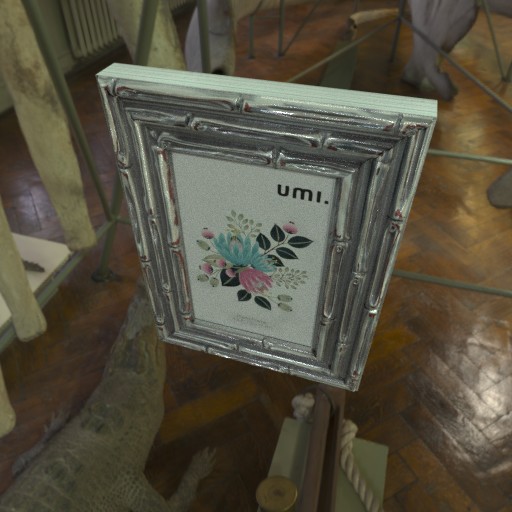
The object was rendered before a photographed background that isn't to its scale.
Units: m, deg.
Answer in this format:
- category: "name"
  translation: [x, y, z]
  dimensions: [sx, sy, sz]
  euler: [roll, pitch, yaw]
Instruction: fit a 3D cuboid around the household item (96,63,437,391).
- category: "household item"
  translation: [0.000, 0.000, 0.283]
  dimensions: [0.165, 0.216, 0.025]
  euler: [12, 43, 13]
